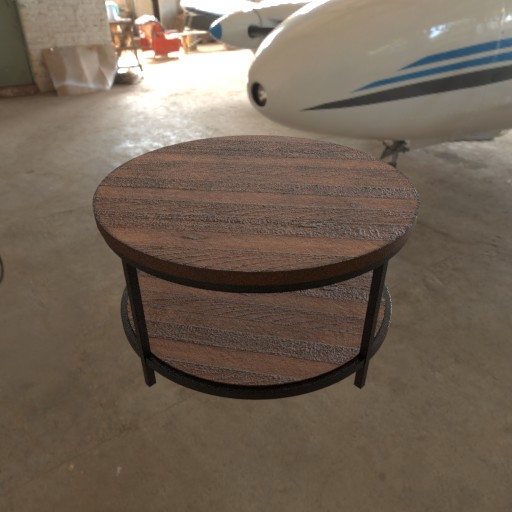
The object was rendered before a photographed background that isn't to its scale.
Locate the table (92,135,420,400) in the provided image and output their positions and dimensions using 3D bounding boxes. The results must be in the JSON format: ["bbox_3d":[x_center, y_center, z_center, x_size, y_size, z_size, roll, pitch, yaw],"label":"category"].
[{"bbox_3d":[0.000,0.000,1.312,0.837,0.462,0.837,0,33,0],"label":"table"}]
